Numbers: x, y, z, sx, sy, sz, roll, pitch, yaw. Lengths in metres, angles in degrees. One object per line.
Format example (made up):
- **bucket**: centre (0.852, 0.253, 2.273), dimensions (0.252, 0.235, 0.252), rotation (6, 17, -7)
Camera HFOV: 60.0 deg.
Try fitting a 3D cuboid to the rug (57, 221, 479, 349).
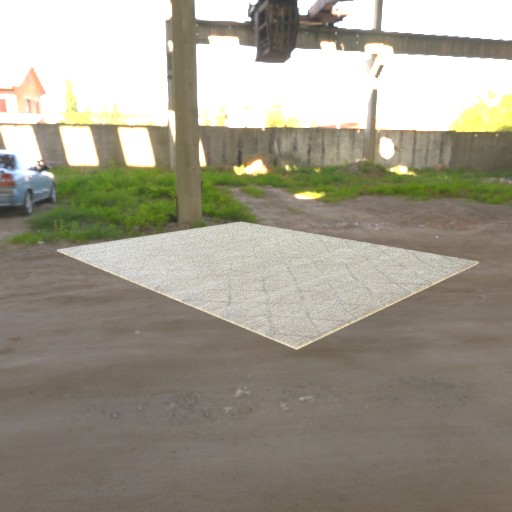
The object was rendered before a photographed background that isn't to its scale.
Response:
- **rug**: centre (0.000, 0.000, 4.058), dimensions (2.420, 0.019, 3.038), rotation (-13, 19, -43)
